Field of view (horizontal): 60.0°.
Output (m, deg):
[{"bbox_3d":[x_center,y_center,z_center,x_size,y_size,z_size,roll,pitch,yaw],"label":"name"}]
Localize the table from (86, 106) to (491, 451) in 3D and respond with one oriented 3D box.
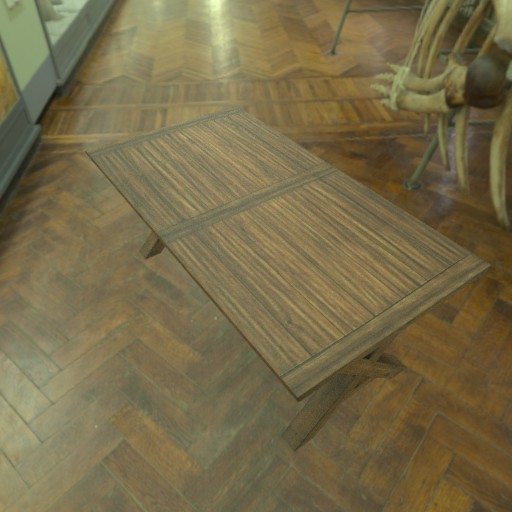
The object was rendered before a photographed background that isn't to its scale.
[{"bbox_3d":[0.000,0.000,2.525,1.071,0.793,1.966,-26,48,-25],"label":"table"}]
